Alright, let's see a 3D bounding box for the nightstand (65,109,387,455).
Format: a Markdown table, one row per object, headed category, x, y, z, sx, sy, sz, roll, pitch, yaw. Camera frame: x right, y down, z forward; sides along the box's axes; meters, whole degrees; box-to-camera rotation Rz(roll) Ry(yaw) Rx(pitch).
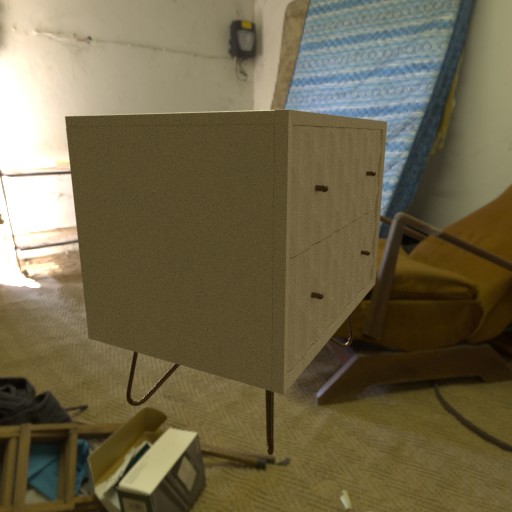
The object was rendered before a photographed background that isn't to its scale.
| category | x | y | z | sx | sy | sz | roll | pitch | yaw |
| --- | --- | --- | --- | --- | --- | --- | --- | --- | --- |
| nightstand | 0.000 | 0.000 | 1.025 | 0.447 | 0.604 | 0.614 | 8 | 17 | 27 |
